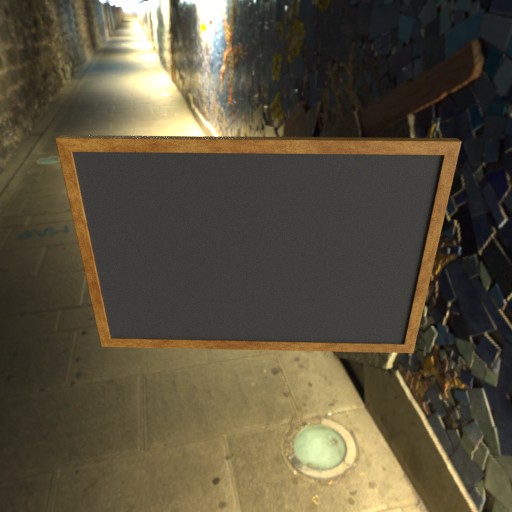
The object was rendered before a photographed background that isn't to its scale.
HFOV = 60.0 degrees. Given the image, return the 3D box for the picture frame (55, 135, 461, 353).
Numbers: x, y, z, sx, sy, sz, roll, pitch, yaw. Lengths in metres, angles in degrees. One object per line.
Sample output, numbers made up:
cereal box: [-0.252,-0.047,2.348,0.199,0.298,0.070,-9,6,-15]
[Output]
picture frame: [0.000,0.000,1.170,0.922,0.621,0.029,1,29,1]
